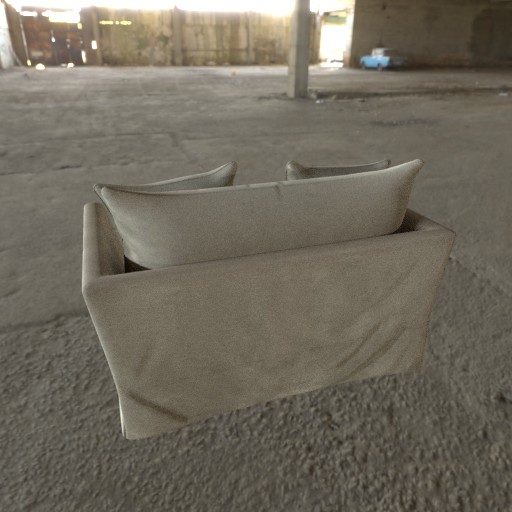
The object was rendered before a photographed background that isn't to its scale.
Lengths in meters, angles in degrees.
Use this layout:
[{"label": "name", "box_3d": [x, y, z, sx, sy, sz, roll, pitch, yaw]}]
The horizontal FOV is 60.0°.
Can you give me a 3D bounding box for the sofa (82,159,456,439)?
[{"label": "sofa", "box_3d": [0.000, 0.000, 2.272, 1.608, 1.040, 1.035, -8, 27, -17]}]
